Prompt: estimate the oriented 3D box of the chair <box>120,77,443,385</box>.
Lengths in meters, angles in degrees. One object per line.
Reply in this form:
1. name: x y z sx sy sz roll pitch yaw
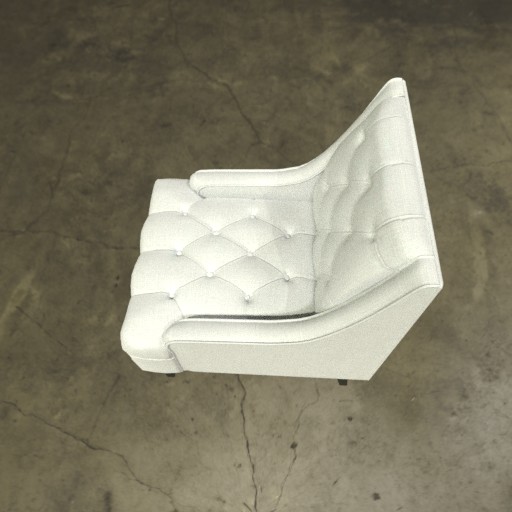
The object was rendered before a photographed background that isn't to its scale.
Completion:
1. chair: 0.000 0.000 1.403 0.772 0.891 0.658 2 59 1
